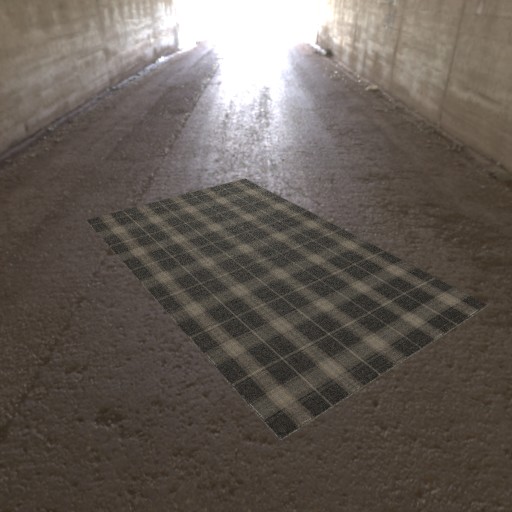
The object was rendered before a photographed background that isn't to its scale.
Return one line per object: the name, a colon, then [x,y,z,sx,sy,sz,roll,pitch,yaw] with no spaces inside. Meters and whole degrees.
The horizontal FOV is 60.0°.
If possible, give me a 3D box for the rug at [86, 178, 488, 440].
rug: [0.000,0.000,2.989,1.520,0.015,2.434,-21,37,-30]
